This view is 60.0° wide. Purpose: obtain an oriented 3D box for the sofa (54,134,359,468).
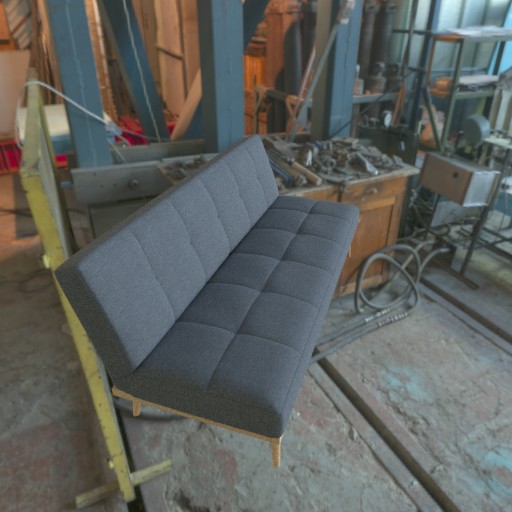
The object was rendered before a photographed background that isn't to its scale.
[{"bbox_3d":[0.000,0.000,2.252,0.820,0.770,1.820,10,31,17],"label":"sofa"}]
